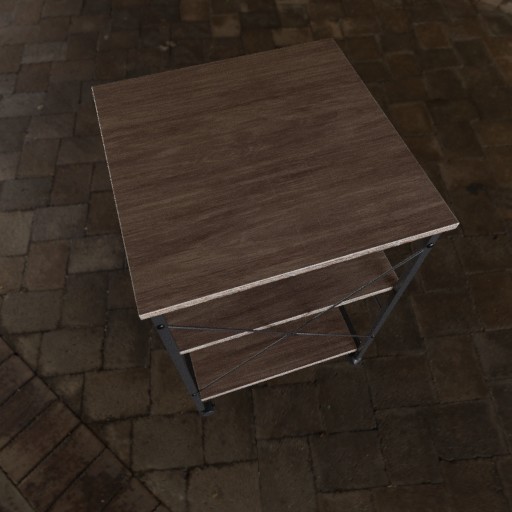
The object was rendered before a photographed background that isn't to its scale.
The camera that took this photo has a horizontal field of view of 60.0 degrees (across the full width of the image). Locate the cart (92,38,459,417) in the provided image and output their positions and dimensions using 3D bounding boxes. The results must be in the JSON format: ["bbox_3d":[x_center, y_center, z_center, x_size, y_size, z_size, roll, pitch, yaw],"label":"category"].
[{"bbox_3d":[0.000,0.000,1.127,0.521,0.762,0.520,-16,60,-9],"label":"cart"}]
